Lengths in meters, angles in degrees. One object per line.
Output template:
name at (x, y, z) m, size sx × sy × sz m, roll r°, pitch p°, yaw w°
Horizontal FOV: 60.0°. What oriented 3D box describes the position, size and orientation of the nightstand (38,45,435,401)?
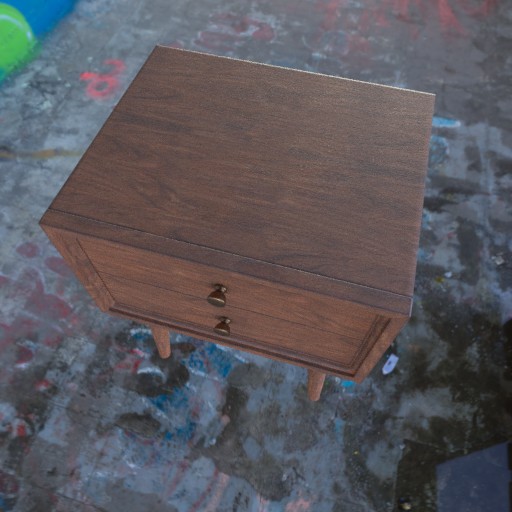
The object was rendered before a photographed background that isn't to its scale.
nightstand at (0.000, 0.000, 0.951) m, size 0.521 × 0.607 × 0.445 m, roll 14°, pitch 60°, yaw 8°
